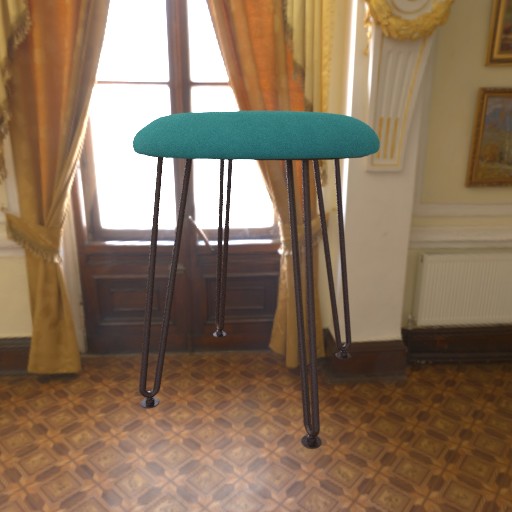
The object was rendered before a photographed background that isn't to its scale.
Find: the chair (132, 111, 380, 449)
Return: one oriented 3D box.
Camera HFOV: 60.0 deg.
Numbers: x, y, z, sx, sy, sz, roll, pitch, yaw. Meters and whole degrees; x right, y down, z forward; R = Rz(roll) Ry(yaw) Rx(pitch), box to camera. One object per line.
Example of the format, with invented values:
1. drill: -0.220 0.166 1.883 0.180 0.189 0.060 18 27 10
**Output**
1. chair: 0.000 0.000 0.695 0.350 0.430 0.350 2 16 8
